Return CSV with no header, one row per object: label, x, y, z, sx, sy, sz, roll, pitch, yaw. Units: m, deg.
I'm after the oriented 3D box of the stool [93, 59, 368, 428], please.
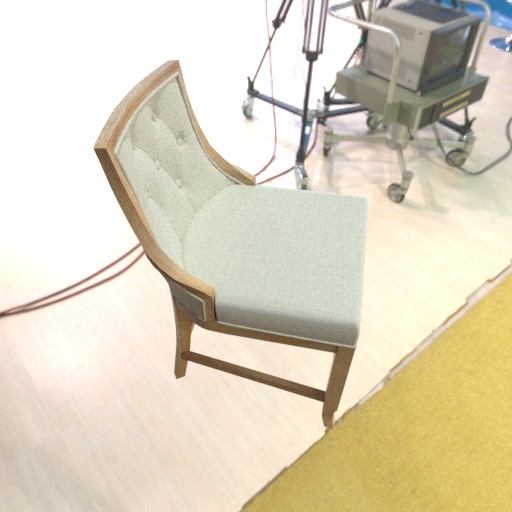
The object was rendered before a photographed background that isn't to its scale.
stool,0.000,0.000,1.316,0.626,0.938,0.524,9,47,8
